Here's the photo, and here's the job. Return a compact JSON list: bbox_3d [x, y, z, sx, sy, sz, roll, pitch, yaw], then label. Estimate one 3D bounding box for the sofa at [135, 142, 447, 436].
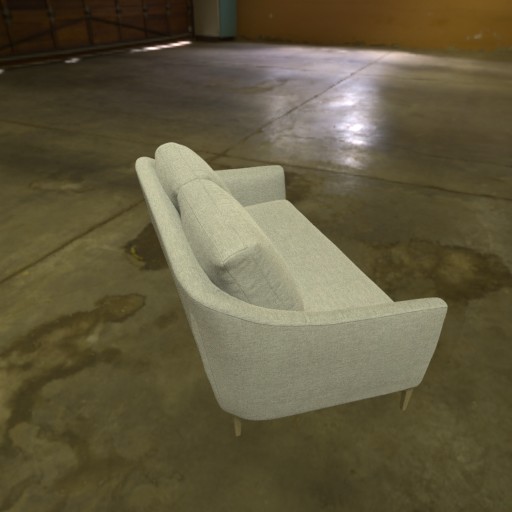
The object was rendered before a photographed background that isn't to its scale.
[{"bbox_3d":[0.000,0.000,2.210,0.960,0.904,1.619,-10,32,-17],"label":"sofa"}]
